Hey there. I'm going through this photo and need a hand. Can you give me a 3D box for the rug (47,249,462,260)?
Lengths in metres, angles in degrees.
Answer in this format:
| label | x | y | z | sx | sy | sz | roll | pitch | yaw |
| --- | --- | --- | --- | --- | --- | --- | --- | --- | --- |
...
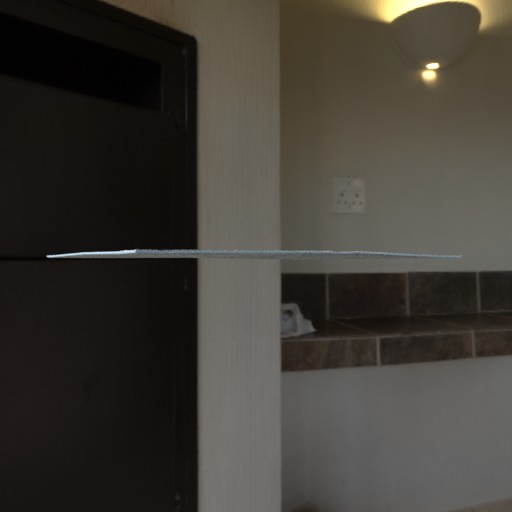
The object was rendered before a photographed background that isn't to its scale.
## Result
| label | x | y | z | sx | sy | sz | roll | pitch | yaw |
| --- | --- | --- | --- | --- | --- | --- | --- | --- | --- |
| rug | 0.000 | 0.000 | 2.993 | 2.306 | 0.030 | 1.613 | 1 | -1 | -36 |
